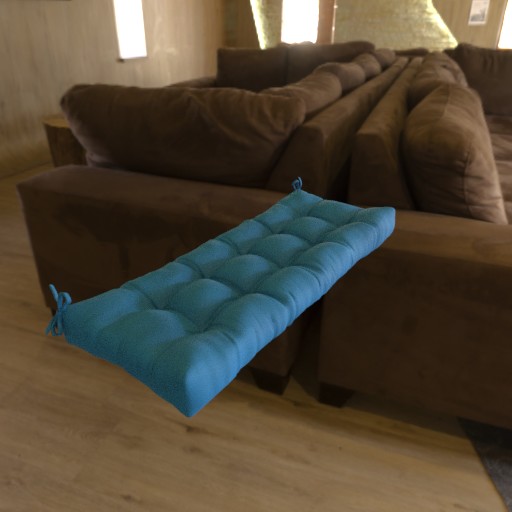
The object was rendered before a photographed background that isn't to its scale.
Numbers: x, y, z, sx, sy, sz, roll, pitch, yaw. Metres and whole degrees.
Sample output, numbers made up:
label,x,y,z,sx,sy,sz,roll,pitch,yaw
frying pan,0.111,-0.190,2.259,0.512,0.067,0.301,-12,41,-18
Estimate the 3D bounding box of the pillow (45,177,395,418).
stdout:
label,x,y,z,sx,sy,sz,roll,pitch,yaw
pillow,0.000,0.000,1.387,0.511,0.174,1.194,18,32,31
